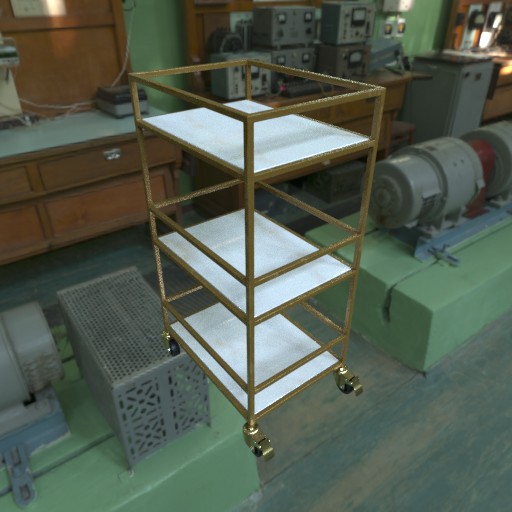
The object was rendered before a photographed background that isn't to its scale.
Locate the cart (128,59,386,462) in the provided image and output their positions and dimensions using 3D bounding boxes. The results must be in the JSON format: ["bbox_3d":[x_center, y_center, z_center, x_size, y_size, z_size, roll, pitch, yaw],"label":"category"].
[{"bbox_3d":[0.000,0.000,1.023,0.332,0.761,0.483,-22,39,-31],"label":"cart"}]
